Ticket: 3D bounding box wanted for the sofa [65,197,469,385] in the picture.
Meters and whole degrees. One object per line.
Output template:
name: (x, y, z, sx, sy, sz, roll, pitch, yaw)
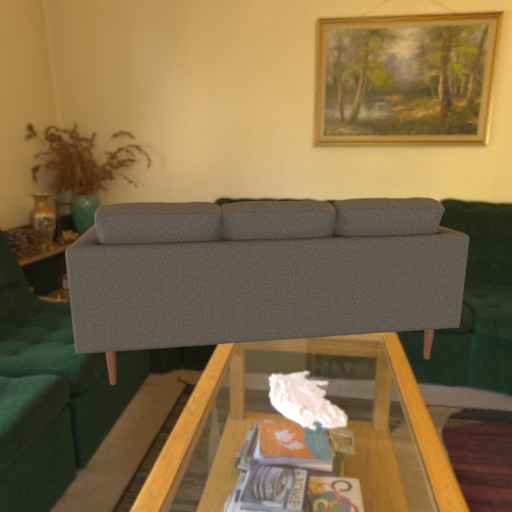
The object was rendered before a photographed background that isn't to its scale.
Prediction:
sofa: (0.000, 0.000, 2.977, 2.031, 0.897, 1.591, -2, 14, -9)
